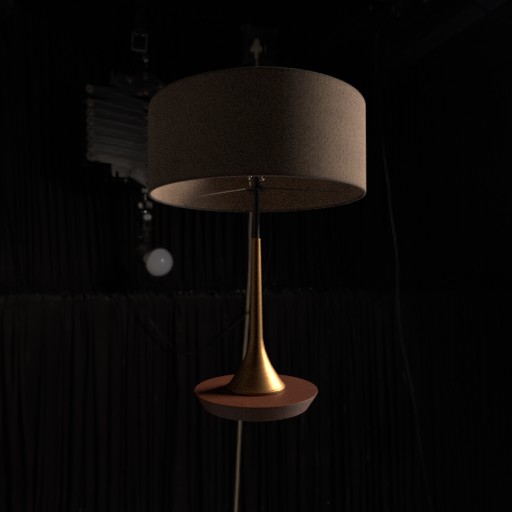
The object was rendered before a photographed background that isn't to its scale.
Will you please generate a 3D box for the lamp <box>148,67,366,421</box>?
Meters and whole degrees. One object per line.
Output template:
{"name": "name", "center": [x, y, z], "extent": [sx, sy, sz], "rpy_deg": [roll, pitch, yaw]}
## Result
{"name": "lamp", "center": [0.000, 0.000, 0.833], "extent": [0.396, 0.551, 0.417], "rpy_deg": [1, -2, -19]}
